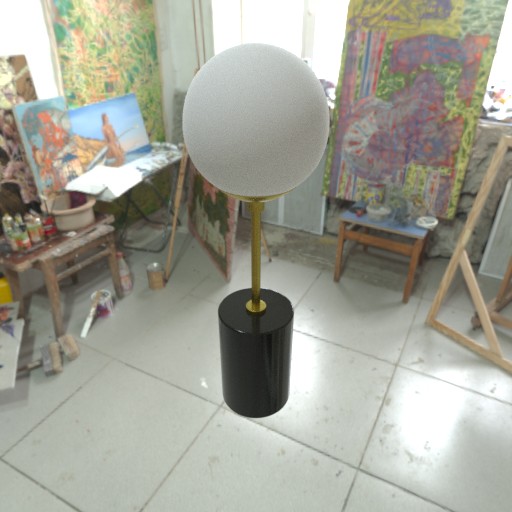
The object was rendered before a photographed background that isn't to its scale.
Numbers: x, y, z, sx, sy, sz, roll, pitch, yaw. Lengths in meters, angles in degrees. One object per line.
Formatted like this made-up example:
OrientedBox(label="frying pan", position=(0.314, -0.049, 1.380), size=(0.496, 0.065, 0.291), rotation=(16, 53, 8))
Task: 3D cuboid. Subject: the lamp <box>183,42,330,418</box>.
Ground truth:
OrientedBox(label="lamp", position=(0.000, 0.000, 0.551), size=(0.153, 0.480, 0.153), rotation=(0, 31, 0))
